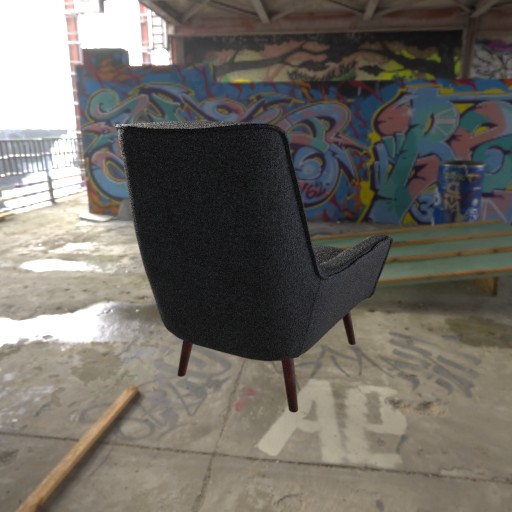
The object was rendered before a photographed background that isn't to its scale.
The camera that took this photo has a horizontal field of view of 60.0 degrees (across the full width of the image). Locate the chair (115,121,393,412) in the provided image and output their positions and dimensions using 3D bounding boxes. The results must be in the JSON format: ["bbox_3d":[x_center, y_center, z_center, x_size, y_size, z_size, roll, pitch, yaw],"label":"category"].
[{"bbox_3d":[0.000,0.000,1.535,0.763,0.883,0.859,8,18,27],"label":"chair"}]
